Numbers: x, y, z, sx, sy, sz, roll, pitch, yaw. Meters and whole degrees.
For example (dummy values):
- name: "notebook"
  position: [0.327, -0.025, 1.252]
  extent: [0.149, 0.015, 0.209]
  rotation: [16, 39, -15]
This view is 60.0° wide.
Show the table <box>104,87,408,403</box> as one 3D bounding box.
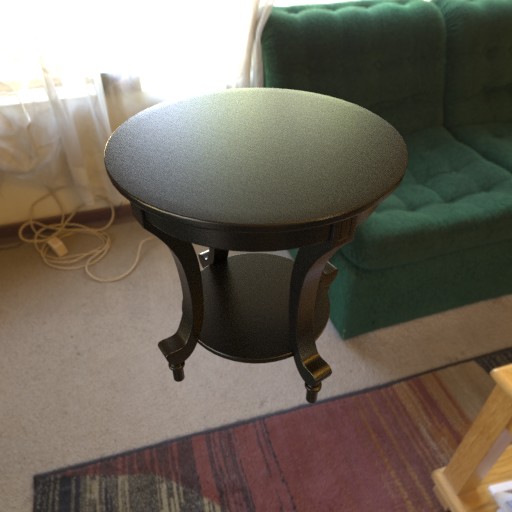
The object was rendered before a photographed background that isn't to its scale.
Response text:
- name: "table"
  position: [0.000, 0.000, 1.094]
  extent: [0.597, 0.618, 0.597]
  rotation: [0, 40, 0]
